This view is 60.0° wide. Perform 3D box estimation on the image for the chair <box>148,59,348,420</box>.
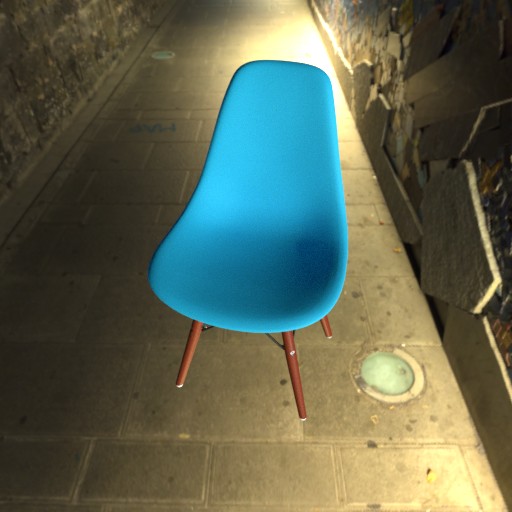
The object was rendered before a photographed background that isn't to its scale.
[{"bbox_3d":[0.000,0.000,1.160,0.470,0.826,0.533,11,41,12],"label":"chair"}]
